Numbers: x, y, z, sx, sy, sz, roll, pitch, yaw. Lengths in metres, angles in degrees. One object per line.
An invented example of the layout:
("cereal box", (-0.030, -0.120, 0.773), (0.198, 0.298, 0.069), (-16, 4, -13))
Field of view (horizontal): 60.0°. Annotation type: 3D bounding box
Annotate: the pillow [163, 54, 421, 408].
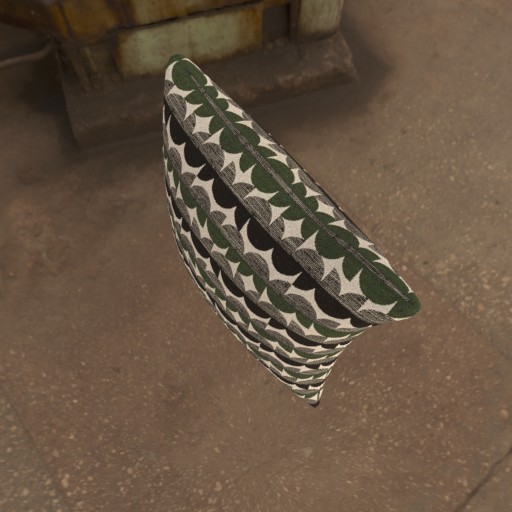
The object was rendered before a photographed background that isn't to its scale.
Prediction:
("pillow", (0.000, 0.000, 0.641), (0.180, 0.404, 0.419), (-34, 69, -15))
